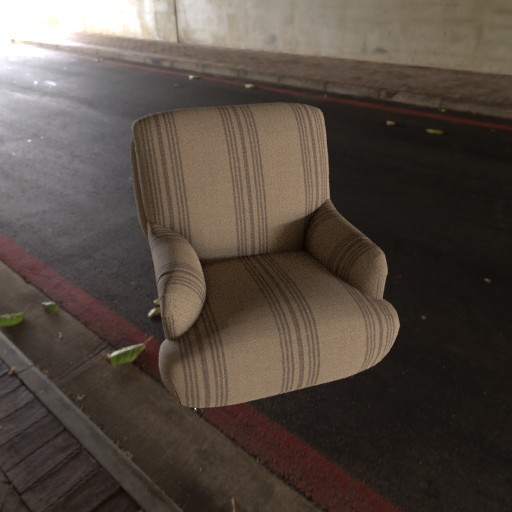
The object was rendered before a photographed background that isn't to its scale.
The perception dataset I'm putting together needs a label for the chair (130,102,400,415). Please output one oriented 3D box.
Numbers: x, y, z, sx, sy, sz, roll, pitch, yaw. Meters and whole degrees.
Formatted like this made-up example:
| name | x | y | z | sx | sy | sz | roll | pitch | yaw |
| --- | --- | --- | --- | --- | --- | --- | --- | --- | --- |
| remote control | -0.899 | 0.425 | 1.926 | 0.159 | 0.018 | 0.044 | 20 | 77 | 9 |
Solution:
| name | x | y | z | sx | sy | sz | roll | pitch | yaw |
| --- | --- | --- | --- | --- | --- | --- | --- | --- | --- |
| chair | 0.000 | 0.000 | 1.641 | 0.813 | 0.940 | 0.914 | -9 | 32 | -15 |
